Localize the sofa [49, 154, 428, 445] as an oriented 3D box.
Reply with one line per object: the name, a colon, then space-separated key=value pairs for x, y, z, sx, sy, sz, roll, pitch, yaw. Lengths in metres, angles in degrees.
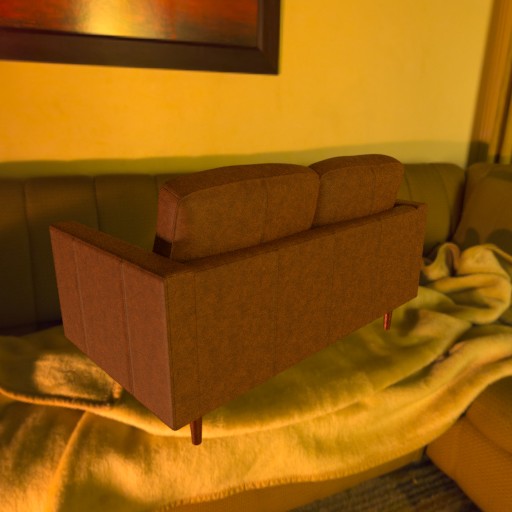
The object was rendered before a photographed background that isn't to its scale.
sofa: x=0.000 y=0.000 z=2.121 sx=1.578 sy=0.951 sz=0.909 roll=-16 pitch=24 yaw=-41
